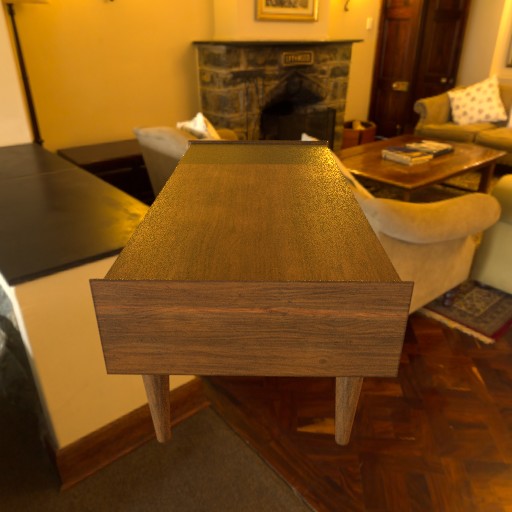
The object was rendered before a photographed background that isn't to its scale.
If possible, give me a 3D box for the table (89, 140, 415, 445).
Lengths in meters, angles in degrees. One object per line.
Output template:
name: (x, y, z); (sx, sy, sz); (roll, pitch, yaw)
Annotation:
table: (0.000, 0.000, 1.488); (0.610, 0.508, 1.221); (0, 27, 1)
